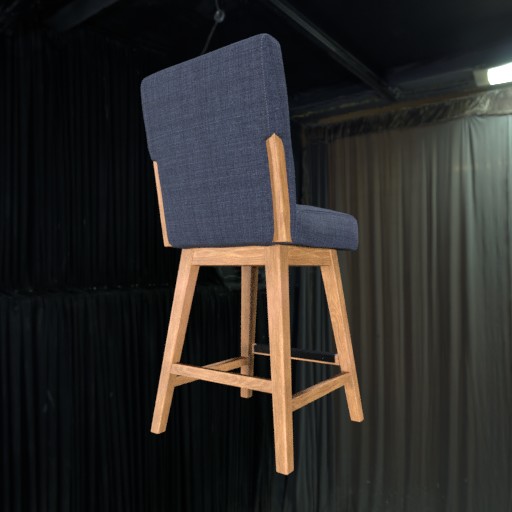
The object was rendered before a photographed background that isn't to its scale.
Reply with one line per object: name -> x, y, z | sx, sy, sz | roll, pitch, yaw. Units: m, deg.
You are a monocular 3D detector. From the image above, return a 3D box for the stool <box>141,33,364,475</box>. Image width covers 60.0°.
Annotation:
stool -> 0.000, 0.000, 1.311 | 0.459, 1.010, 0.526 | -1, -2, 35
